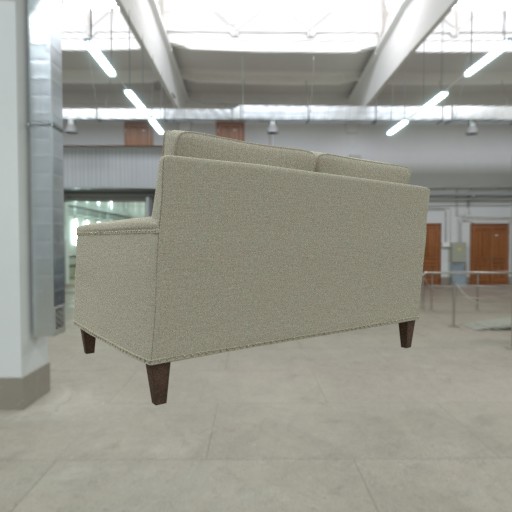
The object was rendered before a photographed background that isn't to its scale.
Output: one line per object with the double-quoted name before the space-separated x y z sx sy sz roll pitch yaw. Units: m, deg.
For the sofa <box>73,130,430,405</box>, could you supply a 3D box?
"sofa" 0.000 0.000 2.321 1.597 1.003 1.084 -1 2 -36
